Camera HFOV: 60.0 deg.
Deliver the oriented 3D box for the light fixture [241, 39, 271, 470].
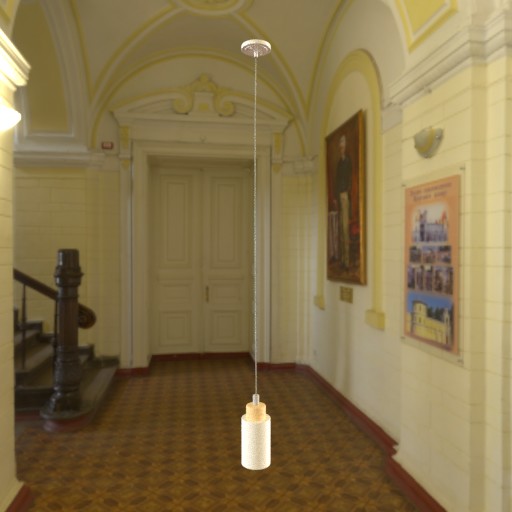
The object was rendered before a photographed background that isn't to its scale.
[{"bbox_3d":[0.000,0.000,1.914,0.125,1.798,0.125,1,1,36],"label":"light fixture"}]
